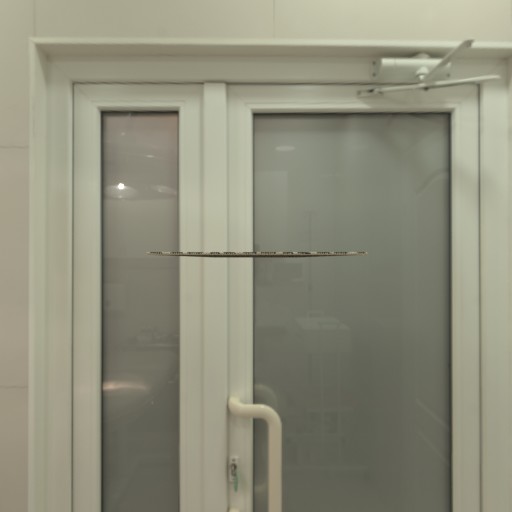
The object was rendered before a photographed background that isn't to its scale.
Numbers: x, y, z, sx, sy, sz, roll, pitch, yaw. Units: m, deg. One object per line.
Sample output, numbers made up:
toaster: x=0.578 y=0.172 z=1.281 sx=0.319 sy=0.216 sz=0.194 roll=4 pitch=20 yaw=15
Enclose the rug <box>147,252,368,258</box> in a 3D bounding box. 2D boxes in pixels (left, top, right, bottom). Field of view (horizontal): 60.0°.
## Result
rug: x=0.000 y=0.000 z=2.712 sx=0.750 sy=0.009 sz=2.435 roll=0 pitch=0 yaw=0
